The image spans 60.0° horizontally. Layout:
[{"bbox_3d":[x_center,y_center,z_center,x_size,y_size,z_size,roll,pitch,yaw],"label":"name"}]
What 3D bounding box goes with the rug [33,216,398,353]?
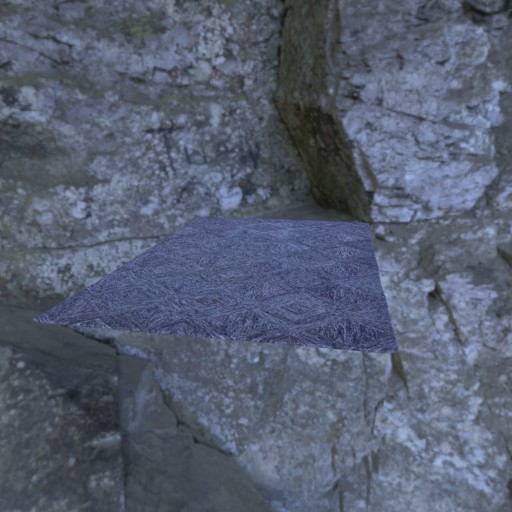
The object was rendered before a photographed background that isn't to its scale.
[{"bbox_3d":[0.000,0.000,2.160,1.158,0.013,1.752,3,17,10],"label":"rug"}]
